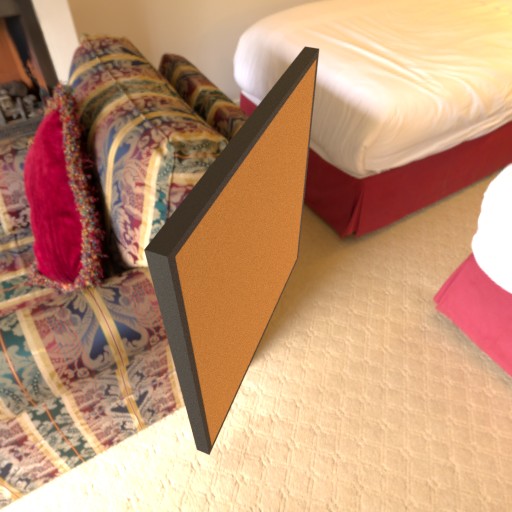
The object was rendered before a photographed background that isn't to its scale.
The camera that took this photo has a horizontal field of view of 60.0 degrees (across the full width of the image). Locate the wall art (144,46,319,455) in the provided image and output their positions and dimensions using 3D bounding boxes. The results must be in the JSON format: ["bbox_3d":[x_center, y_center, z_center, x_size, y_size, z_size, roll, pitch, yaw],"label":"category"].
[{"bbox_3d":[0.000,0.000,1.139,0.038,0.763,0.763,16,49,15],"label":"wall art"}]
